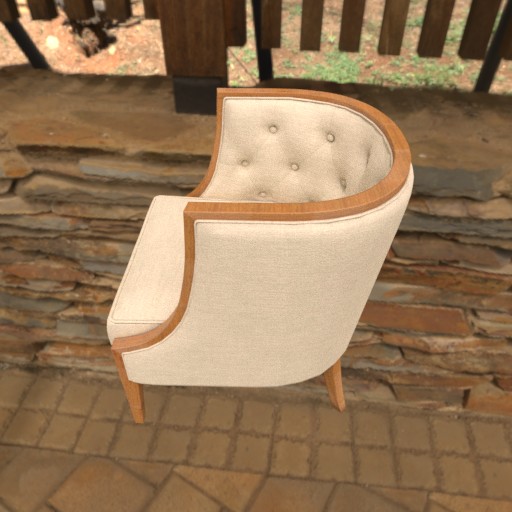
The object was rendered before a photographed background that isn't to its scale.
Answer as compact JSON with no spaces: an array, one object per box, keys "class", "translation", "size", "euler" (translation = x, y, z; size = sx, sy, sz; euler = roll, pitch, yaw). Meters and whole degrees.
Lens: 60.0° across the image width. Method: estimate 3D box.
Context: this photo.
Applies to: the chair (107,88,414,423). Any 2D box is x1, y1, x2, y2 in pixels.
[{"class":"chair","translation":[0.000,0.000,1.347],"size":[0.757,0.775,0.711],"euler":[1,40,1]}]
